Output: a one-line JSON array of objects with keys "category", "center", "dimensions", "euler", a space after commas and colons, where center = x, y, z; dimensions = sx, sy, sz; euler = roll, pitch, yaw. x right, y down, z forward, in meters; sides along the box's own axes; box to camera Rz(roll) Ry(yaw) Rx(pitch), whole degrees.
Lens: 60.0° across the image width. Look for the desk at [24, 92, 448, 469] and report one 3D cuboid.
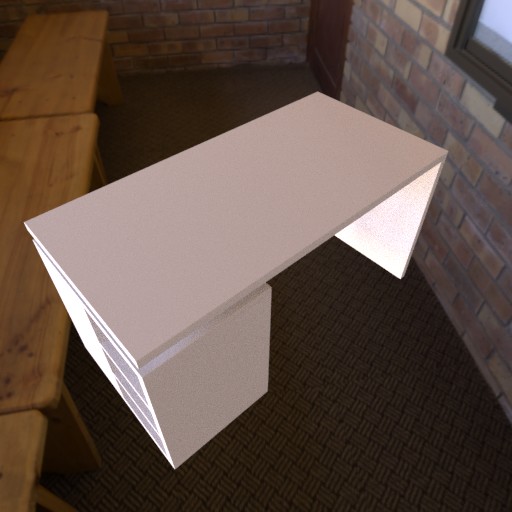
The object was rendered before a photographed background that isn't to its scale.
[{"category": "desk", "center": [0.000, 0.000, 1.846], "dimensions": [1.400, 0.740, 0.690], "euler": [-33, 54, -28]}]
